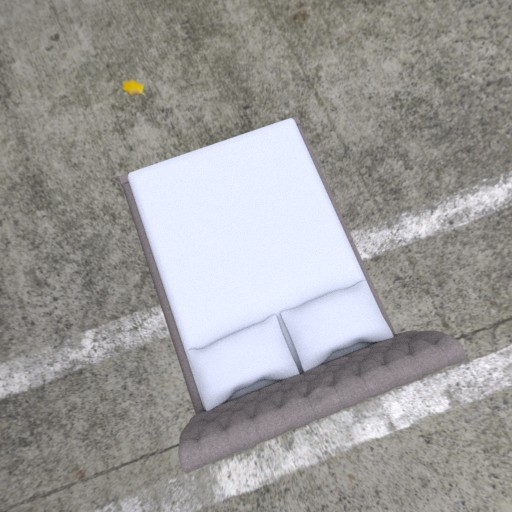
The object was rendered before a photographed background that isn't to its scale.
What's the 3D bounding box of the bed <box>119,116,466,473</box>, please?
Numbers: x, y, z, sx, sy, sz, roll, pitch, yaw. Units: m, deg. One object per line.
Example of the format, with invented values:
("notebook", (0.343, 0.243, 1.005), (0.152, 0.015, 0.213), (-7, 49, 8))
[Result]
("bed", (0.000, 0.000, 3.265), (1.645, 1.371, 2.252), (-20, 76, -5))
